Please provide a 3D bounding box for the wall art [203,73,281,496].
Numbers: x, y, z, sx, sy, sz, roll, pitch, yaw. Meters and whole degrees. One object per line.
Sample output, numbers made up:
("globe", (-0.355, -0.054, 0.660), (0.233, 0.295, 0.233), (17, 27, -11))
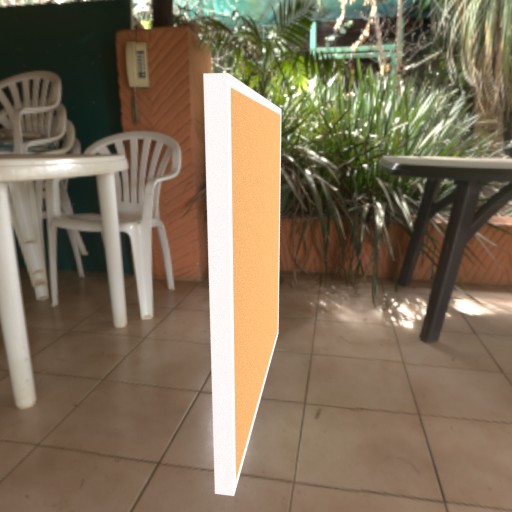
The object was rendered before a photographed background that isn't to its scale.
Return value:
("wall art", (0.000, 0.000, 1.127), (0.038, 0.762, 0.762), (2, 15, 9))
